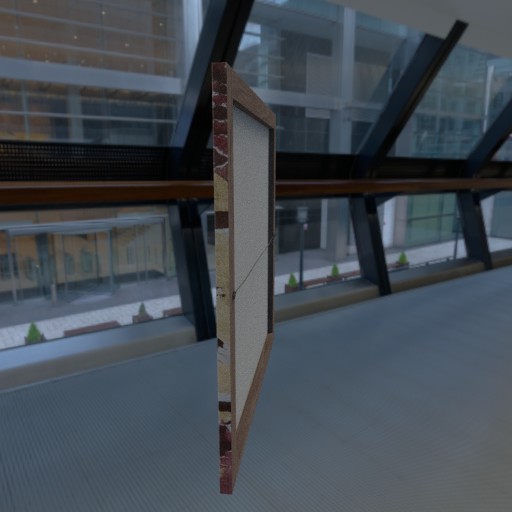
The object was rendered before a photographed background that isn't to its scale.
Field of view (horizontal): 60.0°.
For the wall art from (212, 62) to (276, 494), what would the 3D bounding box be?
[{"bbox_3d":[0.000,0.000,1.124,0.028,0.762,0.757,2,12,8],"label":"wall art"}]
